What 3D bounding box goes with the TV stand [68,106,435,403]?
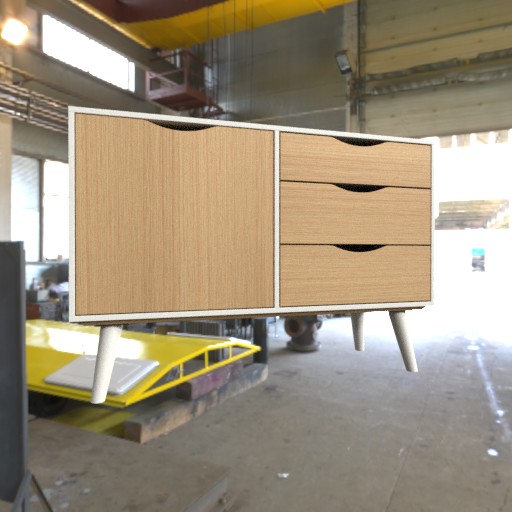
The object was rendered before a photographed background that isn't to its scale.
[{"bbox_3d":[0.000,0.000,1.571,1.193,0.812,0.406,0,0,-18],"label":"TV stand"}]
